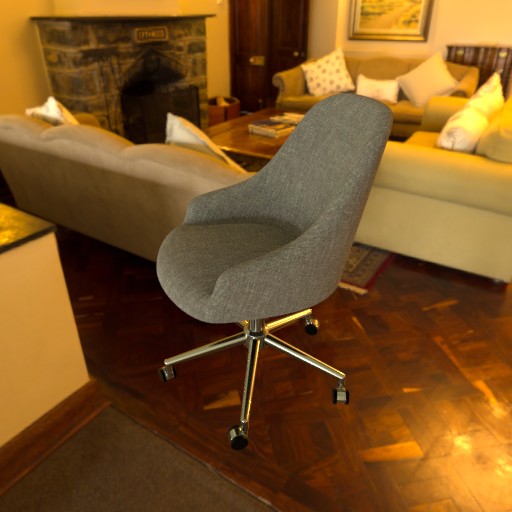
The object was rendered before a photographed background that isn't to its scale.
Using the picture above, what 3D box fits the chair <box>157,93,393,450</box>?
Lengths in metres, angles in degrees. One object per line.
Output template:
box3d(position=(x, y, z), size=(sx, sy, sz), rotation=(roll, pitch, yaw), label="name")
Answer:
box3d(position=(0.000, 0.000, 1.434), size=(0.712, 0.950, 0.671), rotation=(-8, 30, -14), label="chair")
